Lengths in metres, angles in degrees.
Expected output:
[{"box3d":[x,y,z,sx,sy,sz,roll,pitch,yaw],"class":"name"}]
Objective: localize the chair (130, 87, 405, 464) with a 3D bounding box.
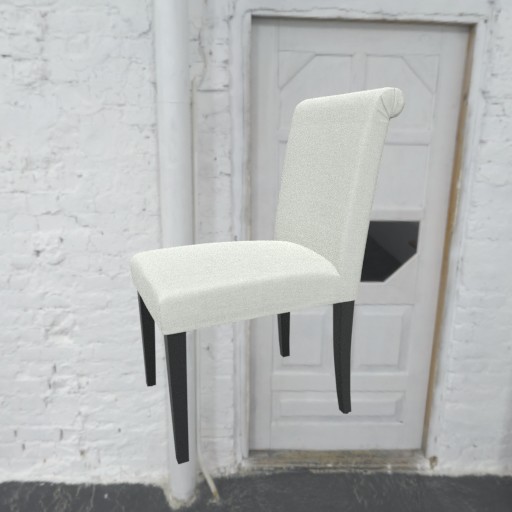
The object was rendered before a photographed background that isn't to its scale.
[{"box3d":[0.000,0.000,1.383,0.708,0.976,0.452,-7,16,-23],"class":"chair"}]
